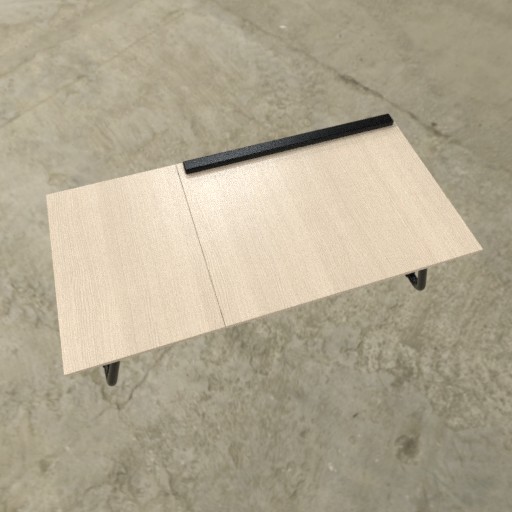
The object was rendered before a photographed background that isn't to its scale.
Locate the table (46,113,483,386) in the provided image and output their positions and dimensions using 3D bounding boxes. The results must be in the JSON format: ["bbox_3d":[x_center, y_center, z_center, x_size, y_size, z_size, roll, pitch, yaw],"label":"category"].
[{"bbox_3d":[0.000,0.000,0.813,0.644,0.242,0.322,-15,60,-9],"label":"table"}]
